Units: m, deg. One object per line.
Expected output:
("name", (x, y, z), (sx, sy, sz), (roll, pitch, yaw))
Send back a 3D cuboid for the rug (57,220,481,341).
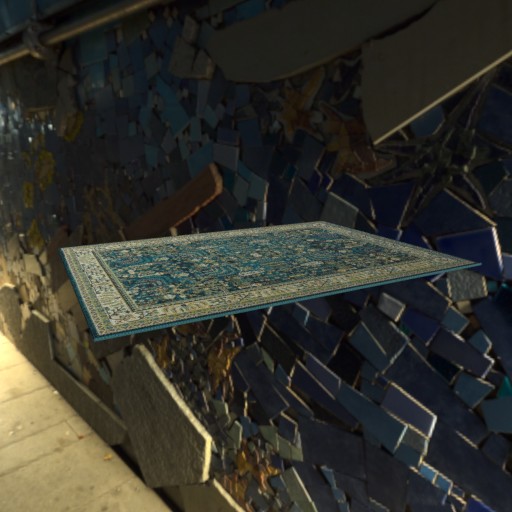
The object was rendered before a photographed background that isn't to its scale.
("rug", (0.000, 0.000, 2.835), (2.213, 0.013, 1.594), (-8, 17, -27))
